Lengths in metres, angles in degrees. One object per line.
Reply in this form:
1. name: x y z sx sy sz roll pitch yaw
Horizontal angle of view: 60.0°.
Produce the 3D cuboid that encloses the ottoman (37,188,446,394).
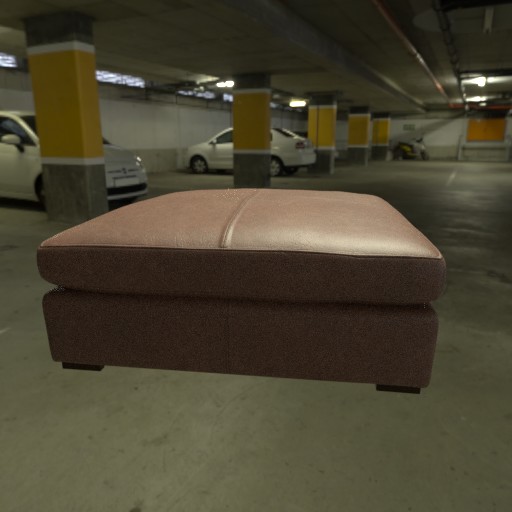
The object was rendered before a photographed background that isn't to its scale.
1. ottoman: 0.000 0.000 1.770 1.168 0.490 1.168 2 15 7
